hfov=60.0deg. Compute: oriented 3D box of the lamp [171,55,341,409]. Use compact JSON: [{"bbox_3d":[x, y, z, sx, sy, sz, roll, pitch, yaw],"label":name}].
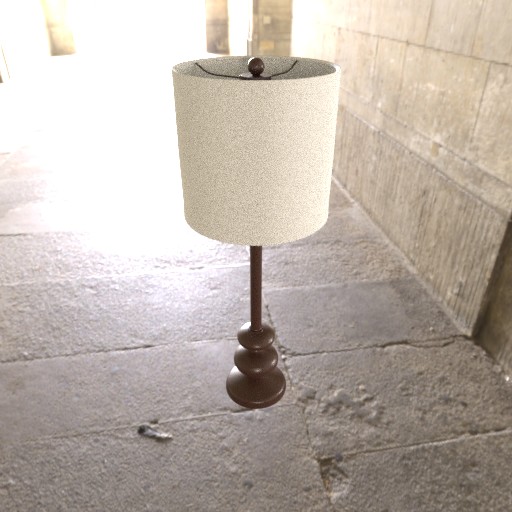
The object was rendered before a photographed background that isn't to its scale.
[{"bbox_3d":[0.000,0.000,0.838,0.254,0.690,0.254,20,36,30],"label":"lamp"}]
